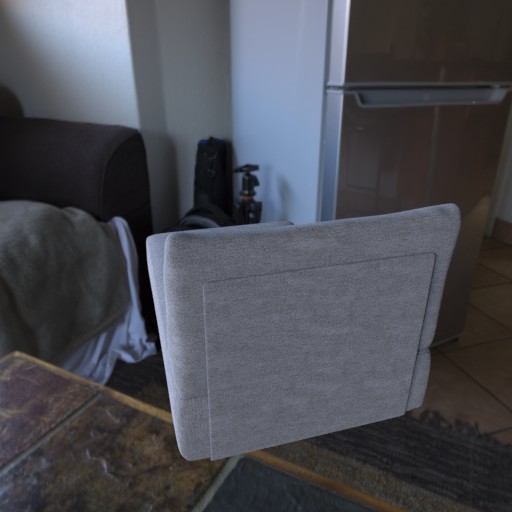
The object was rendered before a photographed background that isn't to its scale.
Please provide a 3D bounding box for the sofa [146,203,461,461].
[{"bbox_3d":[0.000,0.000,2.003,0.930,0.820,1.450,-7,25,-15],"label":"sofa"}]
